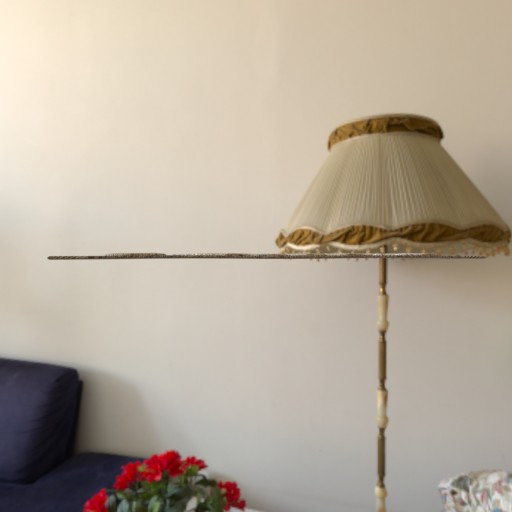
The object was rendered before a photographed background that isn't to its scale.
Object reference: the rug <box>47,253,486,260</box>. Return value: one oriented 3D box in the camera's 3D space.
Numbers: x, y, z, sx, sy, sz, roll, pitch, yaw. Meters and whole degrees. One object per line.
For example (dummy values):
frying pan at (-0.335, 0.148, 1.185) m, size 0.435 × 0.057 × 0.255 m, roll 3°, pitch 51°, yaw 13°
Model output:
rug at (0.000, 0.000, 2.944) m, size 2.333 × 0.033 × 1.513 m, roll 0°, pitch 0°, yaw -18°
